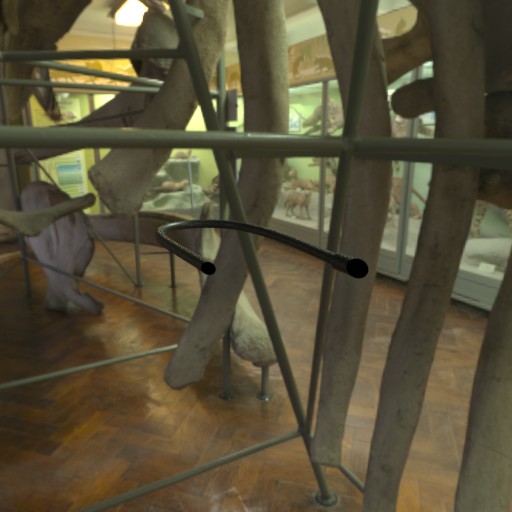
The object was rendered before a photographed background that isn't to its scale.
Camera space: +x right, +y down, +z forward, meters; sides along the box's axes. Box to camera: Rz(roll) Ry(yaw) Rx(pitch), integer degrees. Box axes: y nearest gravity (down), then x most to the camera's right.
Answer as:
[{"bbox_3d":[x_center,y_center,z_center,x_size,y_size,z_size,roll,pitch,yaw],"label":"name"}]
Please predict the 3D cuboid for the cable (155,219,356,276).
[{"bbox_3d":[0.000,0.000,0.111,0.040,0.006,0.098,-8,17,-27],"label":"cable"}]
